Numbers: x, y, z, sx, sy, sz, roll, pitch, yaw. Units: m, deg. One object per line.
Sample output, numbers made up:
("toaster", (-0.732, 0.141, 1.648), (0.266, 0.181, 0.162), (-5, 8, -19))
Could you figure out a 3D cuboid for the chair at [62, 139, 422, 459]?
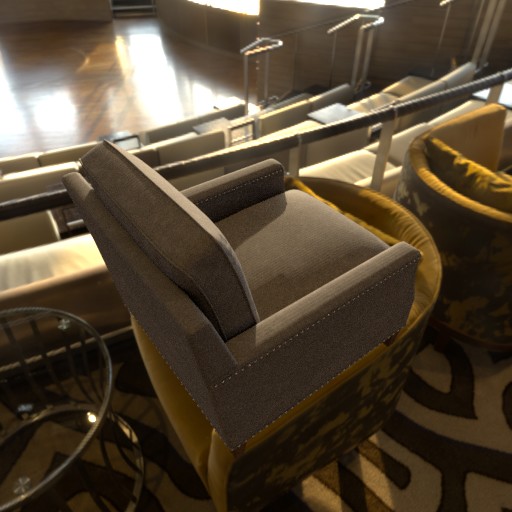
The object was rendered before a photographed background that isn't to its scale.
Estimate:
("chair", (0.000, 0.000, 1.678), (1.014, 0.948, 0.853), (-26, 48, -27))
